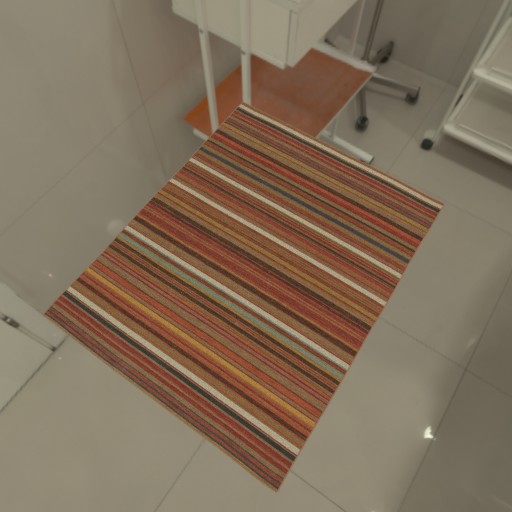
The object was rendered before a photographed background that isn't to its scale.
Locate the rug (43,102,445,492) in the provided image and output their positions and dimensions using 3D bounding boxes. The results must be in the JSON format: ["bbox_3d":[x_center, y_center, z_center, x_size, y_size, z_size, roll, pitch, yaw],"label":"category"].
[{"bbox_3d":[0.000,0.000,4.162,2.479,0.023,3.092,31,68,15],"label":"rug"}]
